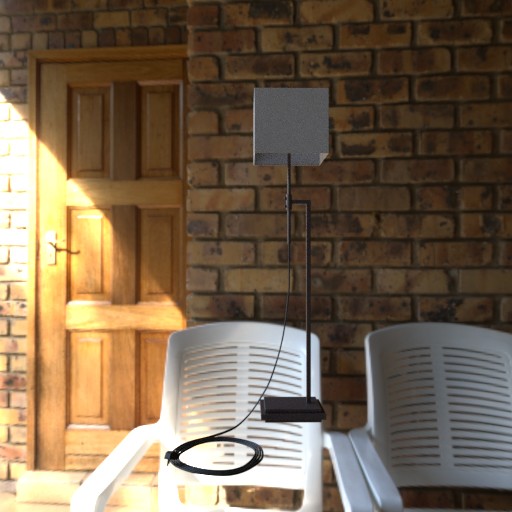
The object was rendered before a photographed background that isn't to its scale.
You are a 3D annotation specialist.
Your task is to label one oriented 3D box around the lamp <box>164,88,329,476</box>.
[{"bbox_3d":[0.000,0.000,1.990,0.698,1.600,0.774,0,-1,-1],"label":"lamp"}]
